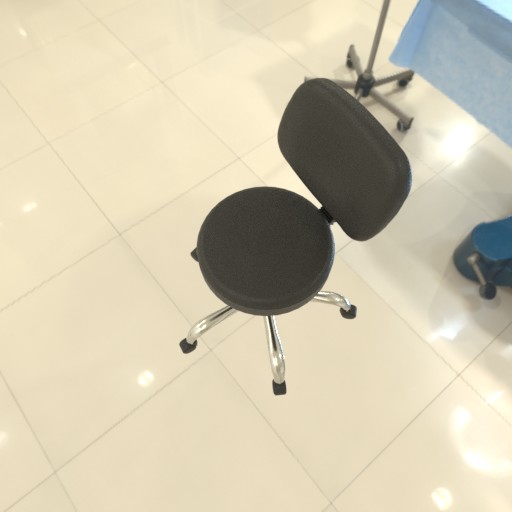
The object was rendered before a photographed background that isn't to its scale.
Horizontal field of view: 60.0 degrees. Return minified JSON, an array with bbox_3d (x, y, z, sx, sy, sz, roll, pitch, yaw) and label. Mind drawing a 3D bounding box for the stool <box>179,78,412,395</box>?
[{"bbox_3d":[0.000,0.000,1.332,0.648,0.862,0.673,-29,67,-14],"label":"stool"}]
